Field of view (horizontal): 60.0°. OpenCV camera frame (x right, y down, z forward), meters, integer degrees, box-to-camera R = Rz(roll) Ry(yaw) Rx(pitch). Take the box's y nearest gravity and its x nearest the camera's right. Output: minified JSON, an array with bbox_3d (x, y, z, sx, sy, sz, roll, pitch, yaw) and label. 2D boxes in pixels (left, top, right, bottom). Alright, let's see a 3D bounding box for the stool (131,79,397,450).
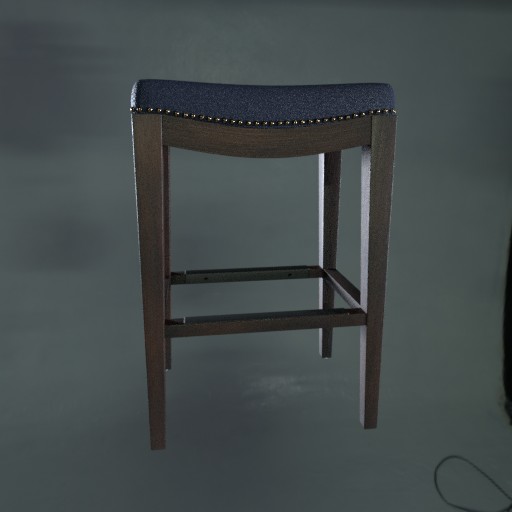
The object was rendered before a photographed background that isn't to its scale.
[{"bbox_3d":[0.000,0.000,1.035,0.498,0.740,0.358,-2,16,-8],"label":"stool"}]
